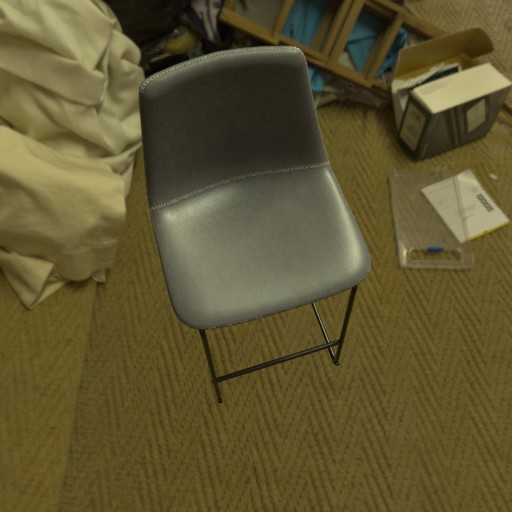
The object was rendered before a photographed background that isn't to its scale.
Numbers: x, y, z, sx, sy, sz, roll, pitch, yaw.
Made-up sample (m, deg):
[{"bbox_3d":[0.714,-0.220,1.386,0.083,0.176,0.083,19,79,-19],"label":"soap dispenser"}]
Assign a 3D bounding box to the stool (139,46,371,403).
[{"bbox_3d":[0.000,0.000,1.186,0.470,0.876,0.546,-16,65,-7],"label":"stool"}]
